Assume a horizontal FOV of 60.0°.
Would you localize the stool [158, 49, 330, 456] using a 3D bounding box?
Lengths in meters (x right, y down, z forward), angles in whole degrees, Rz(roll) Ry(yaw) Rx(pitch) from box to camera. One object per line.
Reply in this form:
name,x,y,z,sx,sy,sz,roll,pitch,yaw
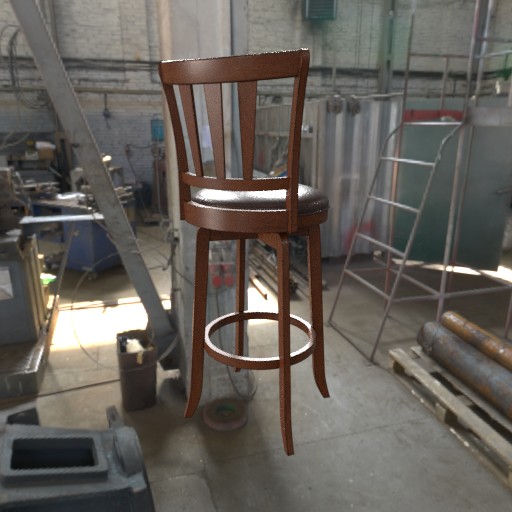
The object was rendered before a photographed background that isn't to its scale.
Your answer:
stool,0.000,0.000,1.461,0.464,1.177,0.503,9,18,27
